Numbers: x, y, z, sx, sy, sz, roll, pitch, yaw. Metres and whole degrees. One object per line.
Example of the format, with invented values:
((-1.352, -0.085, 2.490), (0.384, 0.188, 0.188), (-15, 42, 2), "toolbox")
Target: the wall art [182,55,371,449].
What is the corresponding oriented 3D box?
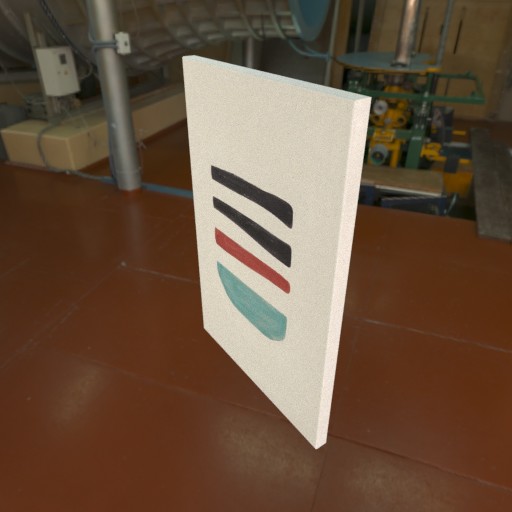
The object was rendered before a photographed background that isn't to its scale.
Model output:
((0.000, 0.000, 1.177), (0.038, 0.912, 0.607), (-21, 37, -30), "wall art")
